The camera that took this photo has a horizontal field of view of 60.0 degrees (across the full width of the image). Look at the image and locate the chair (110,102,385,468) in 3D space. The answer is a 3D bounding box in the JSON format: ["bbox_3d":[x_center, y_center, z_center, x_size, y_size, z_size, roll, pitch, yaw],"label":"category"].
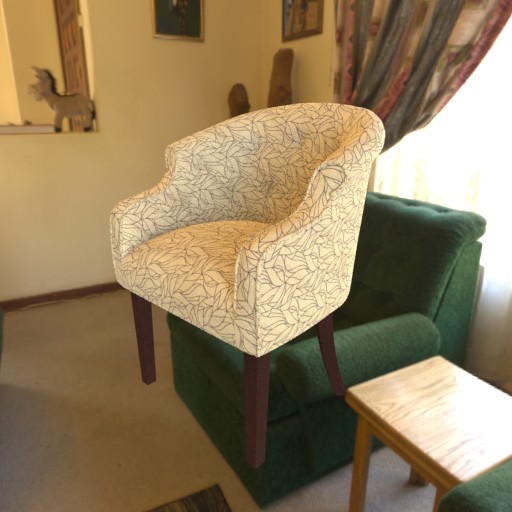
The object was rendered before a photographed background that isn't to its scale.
[{"bbox_3d":[0.000,0.000,1.305,0.613,0.858,0.686,-17,25,-42],"label":"chair"}]
